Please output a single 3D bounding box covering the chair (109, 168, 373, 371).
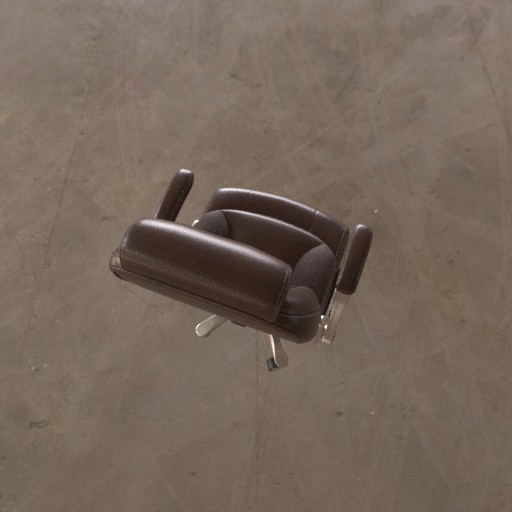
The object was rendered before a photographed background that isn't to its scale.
[{"bbox_3d":[0.000,0.000,1.602,0.733,1.160,0.774,19,64,9],"label":"chair"}]
